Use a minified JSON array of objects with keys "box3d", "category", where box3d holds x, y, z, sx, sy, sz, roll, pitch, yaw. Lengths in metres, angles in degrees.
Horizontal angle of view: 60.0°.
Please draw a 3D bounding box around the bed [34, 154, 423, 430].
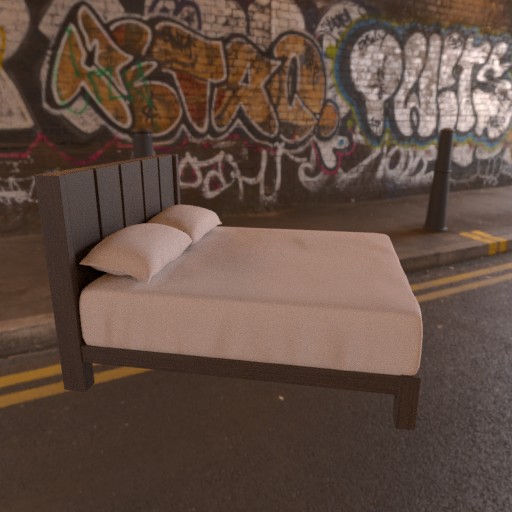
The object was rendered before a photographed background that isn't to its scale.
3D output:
[{"box3d":[0.000,0.000,3.094,1.992,1.261,1.735,3,17,10],"category":"bed"}]
